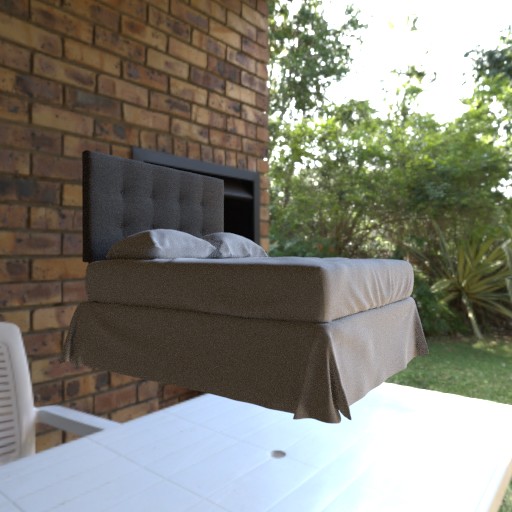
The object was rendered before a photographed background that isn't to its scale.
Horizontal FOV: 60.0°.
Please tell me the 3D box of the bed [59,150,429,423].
[{"bbox_3d":[0.000,0.000,3.410,2.222,1.577,1.936,0,0,34],"label":"bed"}]
